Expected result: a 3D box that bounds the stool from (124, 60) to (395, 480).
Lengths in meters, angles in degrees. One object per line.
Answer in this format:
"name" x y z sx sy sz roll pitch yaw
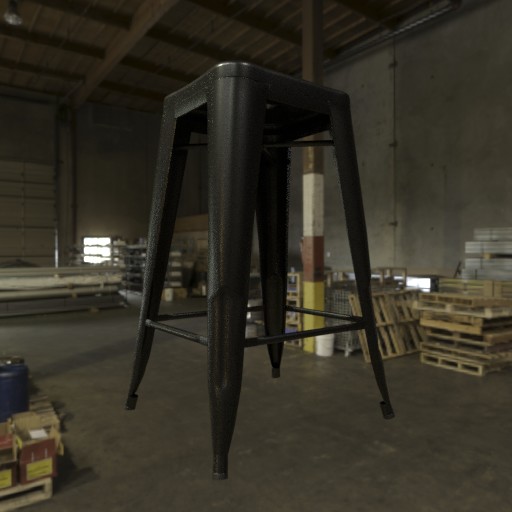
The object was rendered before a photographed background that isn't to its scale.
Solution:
"stool" 0.000 0.000 0.853 0.399 0.609 0.359 0 1 -37
